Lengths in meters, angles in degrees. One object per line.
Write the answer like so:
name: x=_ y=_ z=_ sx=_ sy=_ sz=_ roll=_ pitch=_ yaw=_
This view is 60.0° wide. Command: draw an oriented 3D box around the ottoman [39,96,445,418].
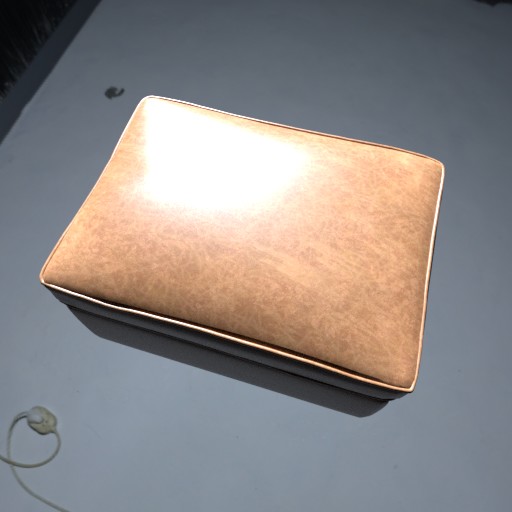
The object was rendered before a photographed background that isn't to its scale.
ottoman: x=0.000 y=0.000 z=1.094 sx=0.756 sy=0.468 sz=0.554 roll=15 pitch=63 yaw=8
